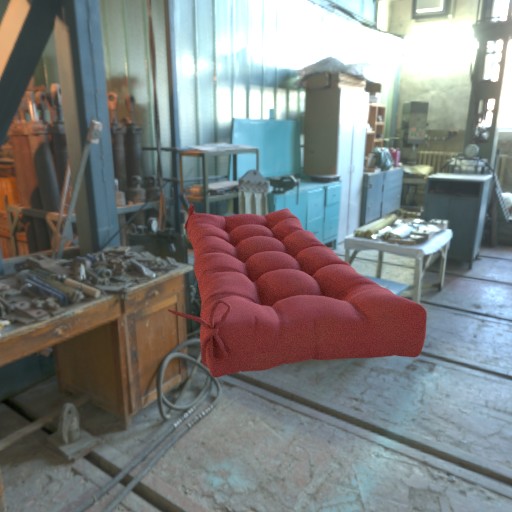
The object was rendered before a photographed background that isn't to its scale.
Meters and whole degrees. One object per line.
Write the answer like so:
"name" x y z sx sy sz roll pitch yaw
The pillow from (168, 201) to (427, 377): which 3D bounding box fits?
"pillow" 0.000 0.000 1.365 0.511 0.174 1.194 -3 17 -10
